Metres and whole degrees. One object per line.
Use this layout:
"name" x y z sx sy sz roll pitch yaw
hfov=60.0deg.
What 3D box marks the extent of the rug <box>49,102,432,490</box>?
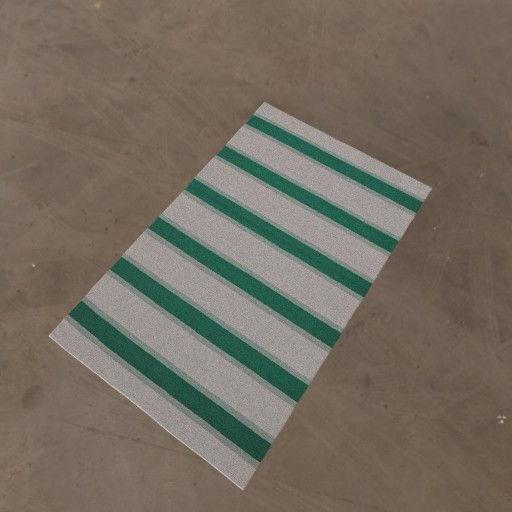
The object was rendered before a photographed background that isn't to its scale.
"rug" 0.000 0.000 3.061 1.521 0.015 2.436 32 68 15
